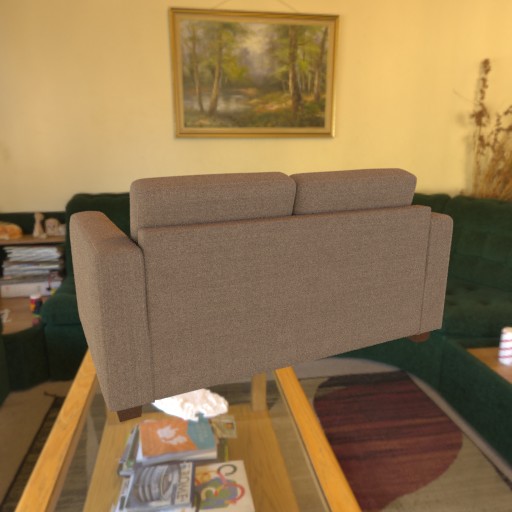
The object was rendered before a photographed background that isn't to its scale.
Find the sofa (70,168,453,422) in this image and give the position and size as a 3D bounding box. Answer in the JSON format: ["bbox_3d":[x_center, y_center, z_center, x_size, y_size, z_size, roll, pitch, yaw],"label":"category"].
[{"bbox_3d":[0.000,0.000,2.038,1.520,0.800,0.900,-7,16,-26],"label":"sofa"}]
